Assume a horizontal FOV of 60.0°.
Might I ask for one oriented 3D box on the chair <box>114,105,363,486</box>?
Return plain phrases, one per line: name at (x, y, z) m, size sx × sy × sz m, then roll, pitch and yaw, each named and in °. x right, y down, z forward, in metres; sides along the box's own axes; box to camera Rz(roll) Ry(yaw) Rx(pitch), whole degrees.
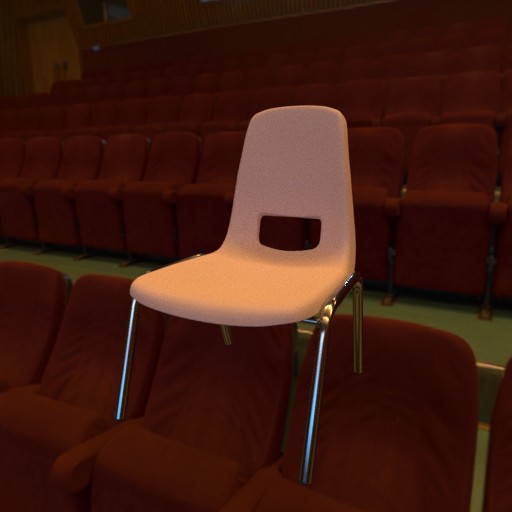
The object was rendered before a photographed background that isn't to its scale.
chair at (0.000, 0.000, 0.784) m, size 0.354 × 0.537 × 0.385 m, roll 6°, pitch 15°, yaw 26°
